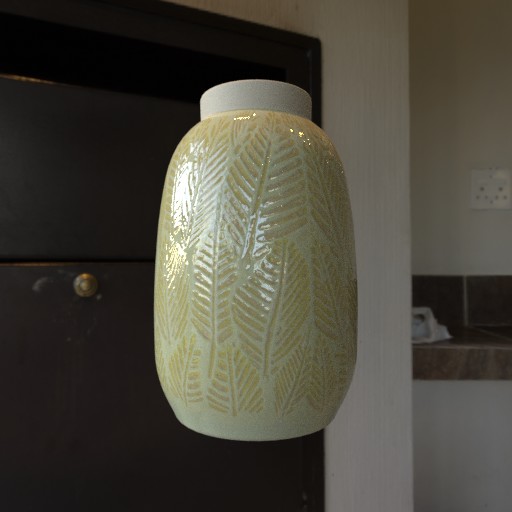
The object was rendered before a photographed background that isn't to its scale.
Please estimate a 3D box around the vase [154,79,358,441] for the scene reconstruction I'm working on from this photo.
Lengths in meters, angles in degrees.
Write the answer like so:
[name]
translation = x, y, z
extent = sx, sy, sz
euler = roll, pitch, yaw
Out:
[vase]
translation = 0.000, 0.000, 0.385
extent = 0.172, 0.270, 0.172
euler = 0, -1, 0
